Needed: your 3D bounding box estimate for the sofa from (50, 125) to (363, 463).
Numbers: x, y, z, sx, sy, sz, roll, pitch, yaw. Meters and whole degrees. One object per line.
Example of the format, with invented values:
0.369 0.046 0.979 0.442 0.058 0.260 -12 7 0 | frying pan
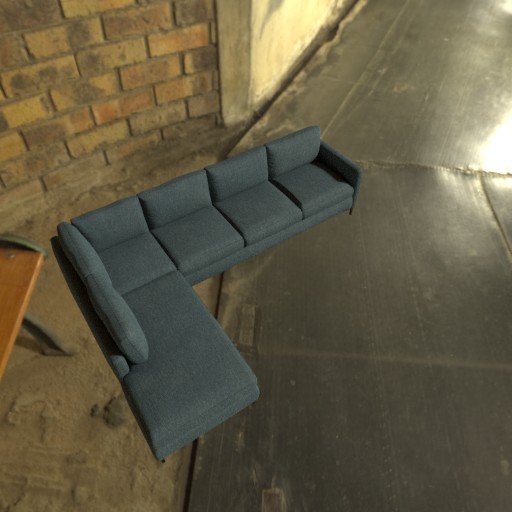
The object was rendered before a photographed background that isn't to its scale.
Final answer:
0.000 0.000 3.890 2.949 0.815 2.007 -27 52 -23 | sofa
